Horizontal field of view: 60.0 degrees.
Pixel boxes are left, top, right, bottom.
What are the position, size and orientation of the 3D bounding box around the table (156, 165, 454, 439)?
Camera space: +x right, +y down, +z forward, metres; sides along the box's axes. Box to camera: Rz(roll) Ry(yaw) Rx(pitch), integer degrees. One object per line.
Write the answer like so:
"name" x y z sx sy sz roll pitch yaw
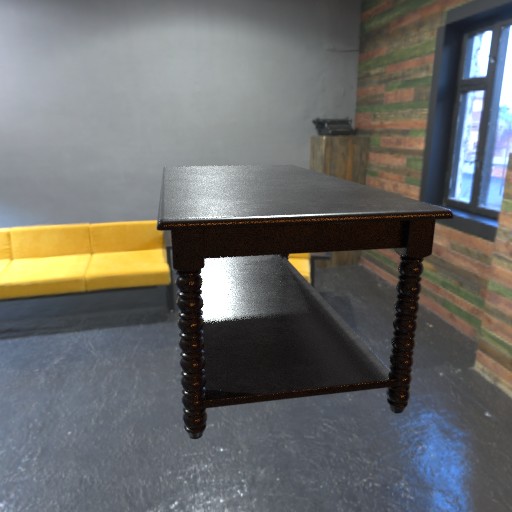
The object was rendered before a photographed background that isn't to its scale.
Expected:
"table" 0.000 0.000 1.438 0.580 0.487 1.171 -3 16 -11
